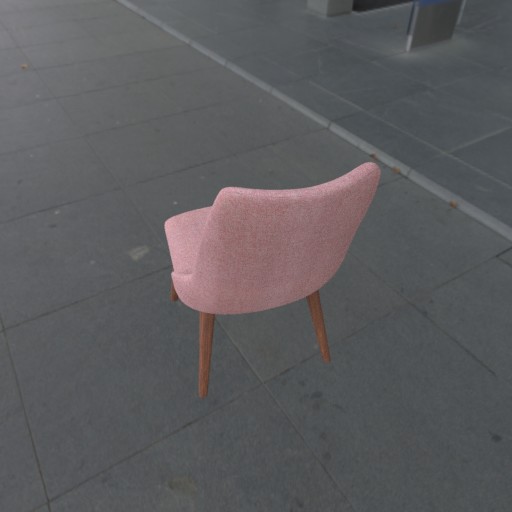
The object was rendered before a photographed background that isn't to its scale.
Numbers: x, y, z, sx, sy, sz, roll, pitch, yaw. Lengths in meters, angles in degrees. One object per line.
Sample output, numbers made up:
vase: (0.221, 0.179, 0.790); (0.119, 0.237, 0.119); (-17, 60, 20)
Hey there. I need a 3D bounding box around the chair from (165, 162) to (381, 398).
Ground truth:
chair: (0.000, 0.000, 1.353); (0.535, 0.918, 0.707); (-12, 43, -13)
